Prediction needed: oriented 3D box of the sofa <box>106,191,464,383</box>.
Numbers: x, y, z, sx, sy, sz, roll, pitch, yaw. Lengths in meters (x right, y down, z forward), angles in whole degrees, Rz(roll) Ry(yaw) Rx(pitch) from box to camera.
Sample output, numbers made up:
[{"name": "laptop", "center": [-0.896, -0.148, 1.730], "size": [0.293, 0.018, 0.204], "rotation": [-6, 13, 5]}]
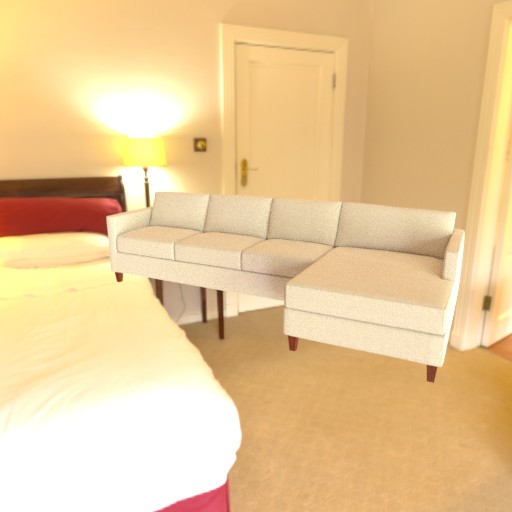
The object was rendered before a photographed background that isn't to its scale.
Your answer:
[{"name": "sofa", "center": [0.000, 0.000, 4.158], "size": [3.471, 0.954, 1.599], "rotation": [7, 17, 26]}]
